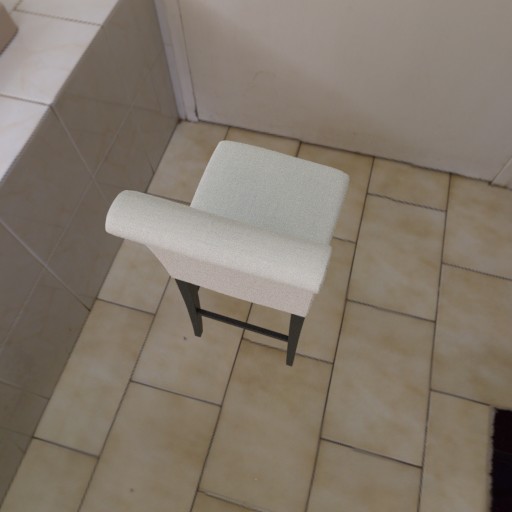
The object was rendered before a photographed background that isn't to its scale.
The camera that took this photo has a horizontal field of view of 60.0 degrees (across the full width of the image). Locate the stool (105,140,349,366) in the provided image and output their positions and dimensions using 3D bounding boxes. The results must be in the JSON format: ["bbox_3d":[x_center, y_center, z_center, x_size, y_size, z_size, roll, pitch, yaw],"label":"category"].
[{"bbox_3d":[0.000,0.000,1.455,0.452,1.124,0.597,16,64,8],"label":"stool"}]
